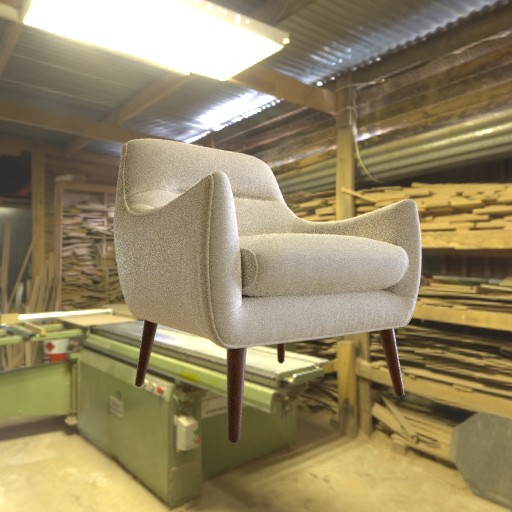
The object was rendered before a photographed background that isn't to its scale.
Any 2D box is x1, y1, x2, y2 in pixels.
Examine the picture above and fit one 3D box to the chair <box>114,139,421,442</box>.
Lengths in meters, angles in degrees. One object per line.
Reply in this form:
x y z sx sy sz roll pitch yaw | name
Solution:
0.000 0.000 1.422 0.762 0.838 0.787 1 -2 -36 | chair
